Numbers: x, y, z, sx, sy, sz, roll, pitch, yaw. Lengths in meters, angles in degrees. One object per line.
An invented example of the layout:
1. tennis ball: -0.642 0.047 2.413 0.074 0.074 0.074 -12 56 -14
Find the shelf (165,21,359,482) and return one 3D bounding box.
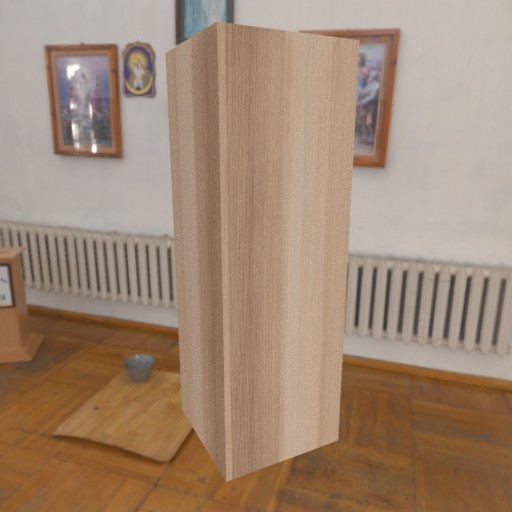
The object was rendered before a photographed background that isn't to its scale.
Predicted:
1. shelf: 0.000 0.000 1.004 0.290 0.872 0.290 -7 16 -26
